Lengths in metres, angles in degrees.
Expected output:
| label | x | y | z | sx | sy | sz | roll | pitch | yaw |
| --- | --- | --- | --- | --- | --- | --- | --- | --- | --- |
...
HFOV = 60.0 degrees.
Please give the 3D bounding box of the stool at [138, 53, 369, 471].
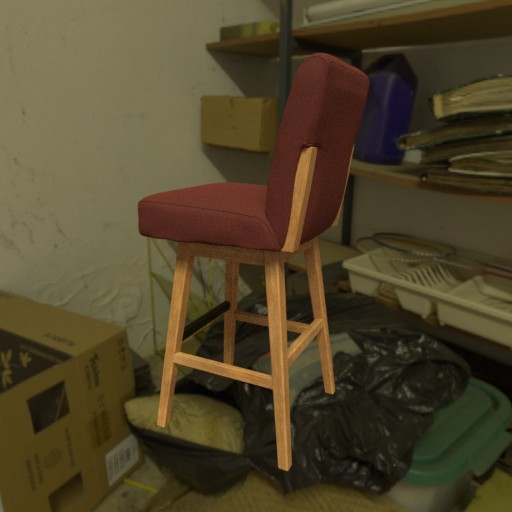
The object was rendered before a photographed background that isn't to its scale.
| label | x | y | z | sx | sy | sz | roll | pitch | yaw |
| --- | --- | --- | --- | --- | --- | --- | --- | --- | --- |
| stool | 0.000 | 0.000 | 1.389 | 0.562 | 1.093 | 0.468 | 8 | 17 | 25 |
